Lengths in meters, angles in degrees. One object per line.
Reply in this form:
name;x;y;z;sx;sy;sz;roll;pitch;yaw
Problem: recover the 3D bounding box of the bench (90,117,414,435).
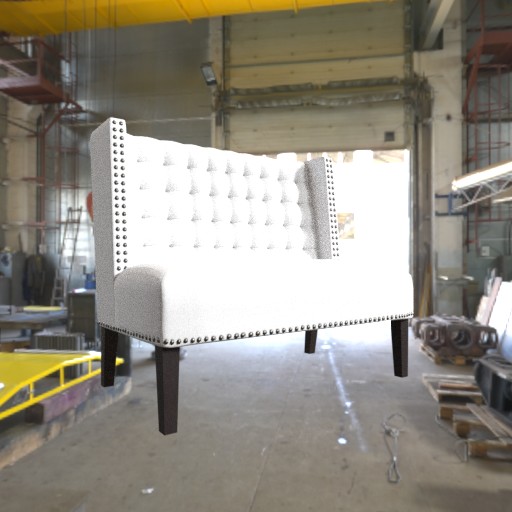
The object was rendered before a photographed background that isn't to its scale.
bench;0.000;0.000;2.027;1.280;1.123;0.847;0;-1;-35
